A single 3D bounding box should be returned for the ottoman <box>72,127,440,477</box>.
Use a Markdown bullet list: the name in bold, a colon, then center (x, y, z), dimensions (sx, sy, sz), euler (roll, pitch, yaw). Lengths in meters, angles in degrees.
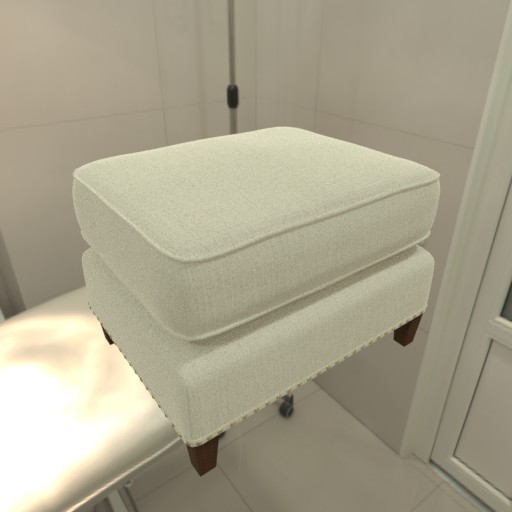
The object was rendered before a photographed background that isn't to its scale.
- **ottoman**: center (0.000, 0.000, 1.130), dimensions (0.738, 0.537, 0.589), euler (-20, 35, -31)
